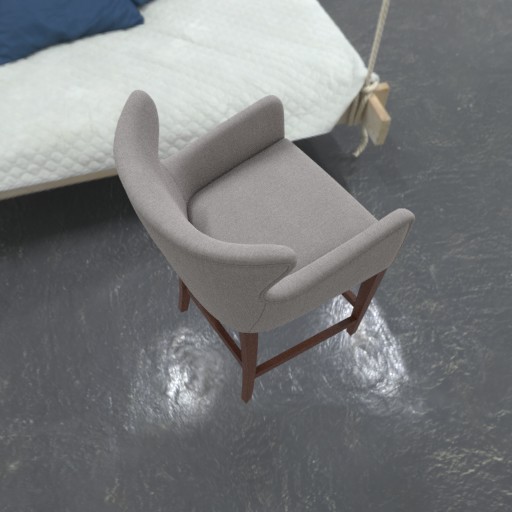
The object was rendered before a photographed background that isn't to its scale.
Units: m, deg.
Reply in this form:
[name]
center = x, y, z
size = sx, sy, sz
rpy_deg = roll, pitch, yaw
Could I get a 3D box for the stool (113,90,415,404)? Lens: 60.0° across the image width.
[stool]
center = 0.000, 0.000, 1.319
size = 0.575, 0.951, 0.575
rpy_deg = -32, 63, -18
